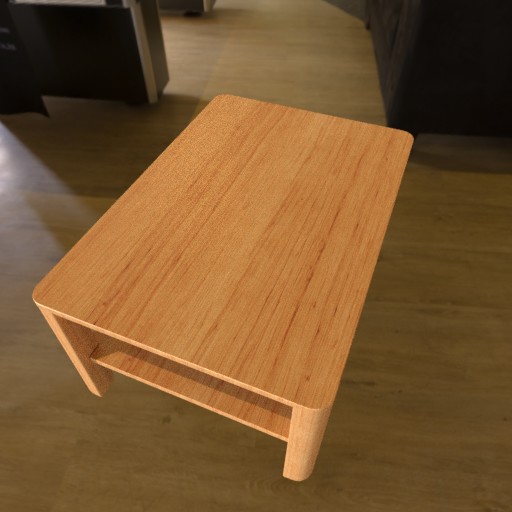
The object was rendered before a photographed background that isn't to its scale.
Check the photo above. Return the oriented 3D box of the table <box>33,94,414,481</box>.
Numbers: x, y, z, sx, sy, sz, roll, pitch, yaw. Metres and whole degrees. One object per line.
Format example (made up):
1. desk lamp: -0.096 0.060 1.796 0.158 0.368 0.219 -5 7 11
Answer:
1. table: 0.000 0.000 1.361 0.696 0.445 0.997 17 50 15
